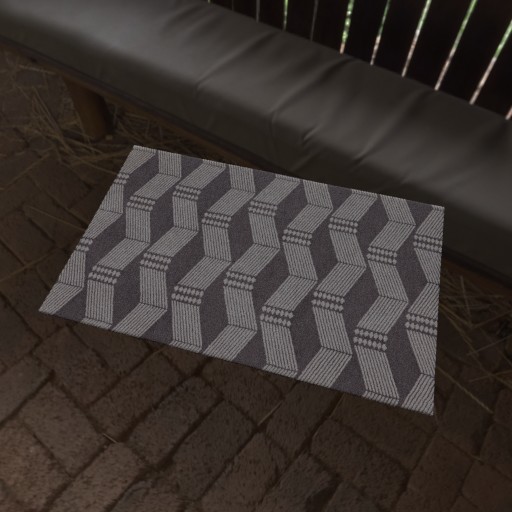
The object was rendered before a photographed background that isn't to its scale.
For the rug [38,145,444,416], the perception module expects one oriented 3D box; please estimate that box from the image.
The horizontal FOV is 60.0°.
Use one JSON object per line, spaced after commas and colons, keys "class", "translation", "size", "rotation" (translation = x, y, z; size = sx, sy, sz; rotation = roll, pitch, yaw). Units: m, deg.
{"class": "rug", "translation": [0.000, 0.000, 3.012], "size": [2.435, 0.011, 1.517], "rotation": [13, 59, 8]}
